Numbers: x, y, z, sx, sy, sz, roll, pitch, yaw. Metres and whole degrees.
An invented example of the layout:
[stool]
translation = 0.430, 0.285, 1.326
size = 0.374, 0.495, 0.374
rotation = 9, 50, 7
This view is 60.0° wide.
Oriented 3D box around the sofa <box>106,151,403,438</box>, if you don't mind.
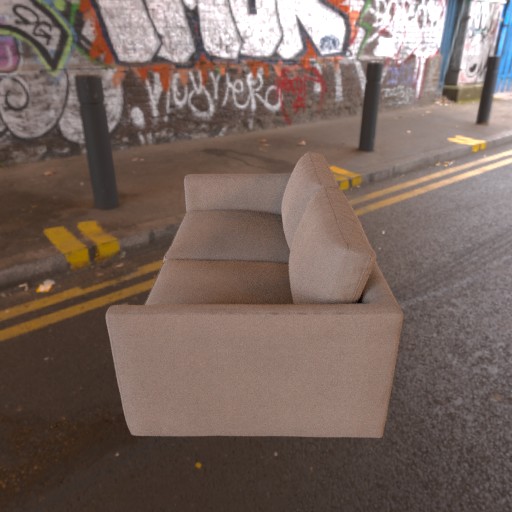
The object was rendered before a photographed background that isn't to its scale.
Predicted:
[sofa]
translation = 0.000, 0.000, 2.531
size = 1.091, 0.839, 1.905
rotation = 0, 26, 1
